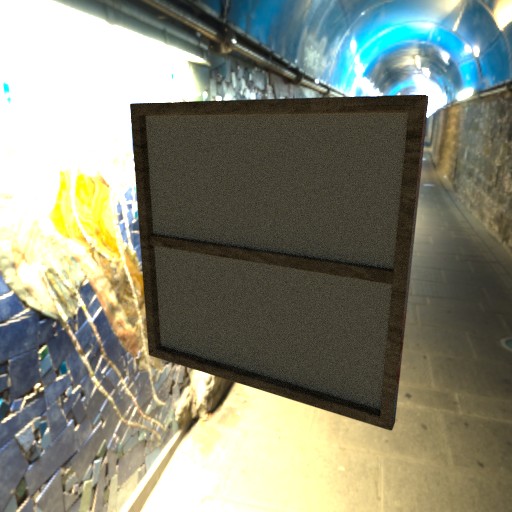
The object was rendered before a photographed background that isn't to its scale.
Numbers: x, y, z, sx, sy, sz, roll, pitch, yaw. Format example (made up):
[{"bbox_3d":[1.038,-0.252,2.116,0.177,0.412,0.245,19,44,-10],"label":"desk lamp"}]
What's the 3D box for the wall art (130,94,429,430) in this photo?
[{"bbox_3d":[0.000,0.000,1.121,0.747,0.747,0.035,9,19,27],"label":"wall art"}]
